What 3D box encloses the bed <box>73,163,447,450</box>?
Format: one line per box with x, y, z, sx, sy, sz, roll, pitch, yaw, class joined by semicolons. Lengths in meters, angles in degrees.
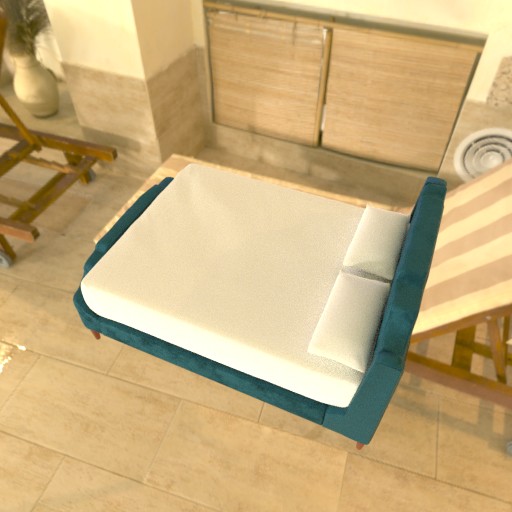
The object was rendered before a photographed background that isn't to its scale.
0.000;0.000;3.351;2.322;1.338;1.678;18;49;16;bed
